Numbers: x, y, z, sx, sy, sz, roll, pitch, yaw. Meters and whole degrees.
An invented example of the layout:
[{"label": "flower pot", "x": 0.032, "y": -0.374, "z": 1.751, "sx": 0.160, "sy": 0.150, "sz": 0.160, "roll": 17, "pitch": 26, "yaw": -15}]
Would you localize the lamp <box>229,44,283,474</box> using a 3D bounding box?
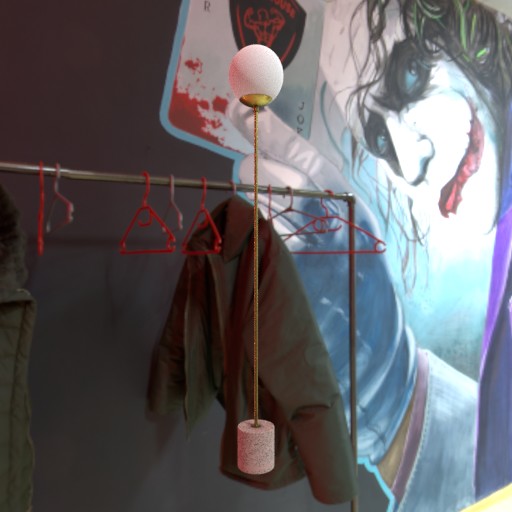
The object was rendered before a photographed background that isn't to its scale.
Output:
[{"label": "lamp", "x": 0.000, "y": 0.000, "z": 1.853, "sx": 0.229, "sy": 1.748, "sz": 0.229, "roll": 0, "pitch": 0, "yaw": 0}]
